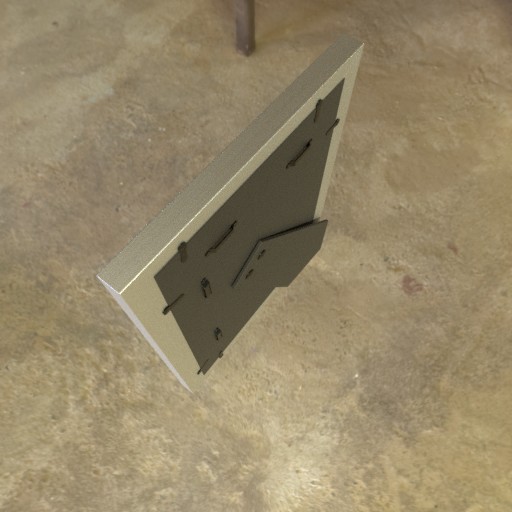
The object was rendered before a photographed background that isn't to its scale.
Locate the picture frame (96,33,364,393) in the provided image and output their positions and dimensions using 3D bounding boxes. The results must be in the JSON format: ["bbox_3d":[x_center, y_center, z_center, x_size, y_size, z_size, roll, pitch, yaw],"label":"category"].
[{"bbox_3d":[0.000,0.000,0.519,0.036,0.386,0.307,35,68,16],"label":"picture frame"}]
